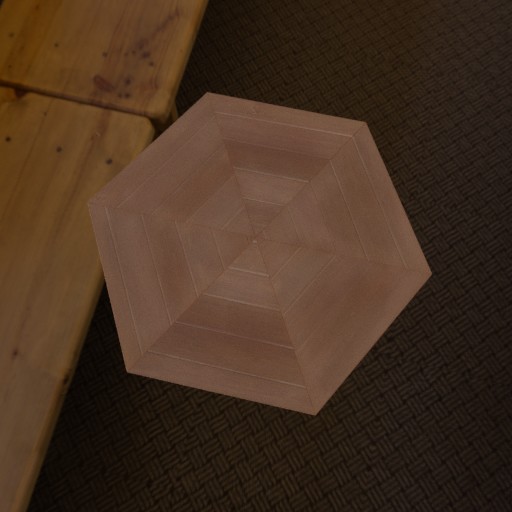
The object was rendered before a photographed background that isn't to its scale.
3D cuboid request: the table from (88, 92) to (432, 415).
[{"bbox_3d":[0.000,0.000,1.670,1.000,0.456,1.154,-17,75,-5],"label":"table"}]
